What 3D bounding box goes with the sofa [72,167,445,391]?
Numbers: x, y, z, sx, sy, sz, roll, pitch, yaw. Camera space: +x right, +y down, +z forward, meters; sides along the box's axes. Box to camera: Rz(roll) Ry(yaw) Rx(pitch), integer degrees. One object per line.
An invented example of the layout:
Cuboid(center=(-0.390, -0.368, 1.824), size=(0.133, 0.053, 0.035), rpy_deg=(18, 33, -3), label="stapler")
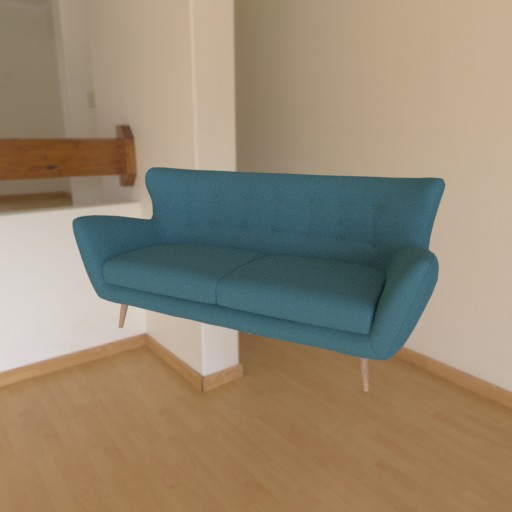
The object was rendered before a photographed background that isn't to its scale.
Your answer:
Cuboid(center=(0.000, 0.000, 2.456), size=(1.930, 0.890, 0.889), rpy_deg=(8, 17, 27), label="sofa")
